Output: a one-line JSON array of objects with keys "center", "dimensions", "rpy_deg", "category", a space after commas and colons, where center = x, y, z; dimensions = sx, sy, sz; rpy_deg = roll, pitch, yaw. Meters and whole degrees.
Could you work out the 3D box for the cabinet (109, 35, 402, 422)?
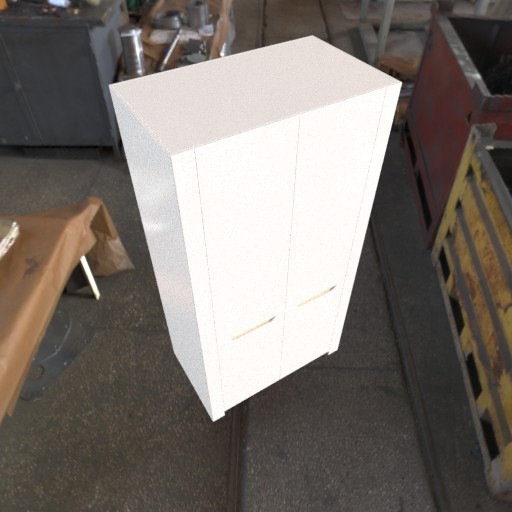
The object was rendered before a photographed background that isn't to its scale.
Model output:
[{"center": [0.000, 0.000, 2.407], "dimensions": [0.980, 1.920, 0.580], "rpy_deg": [-24, 50, -21], "category": "cabinet"}]
